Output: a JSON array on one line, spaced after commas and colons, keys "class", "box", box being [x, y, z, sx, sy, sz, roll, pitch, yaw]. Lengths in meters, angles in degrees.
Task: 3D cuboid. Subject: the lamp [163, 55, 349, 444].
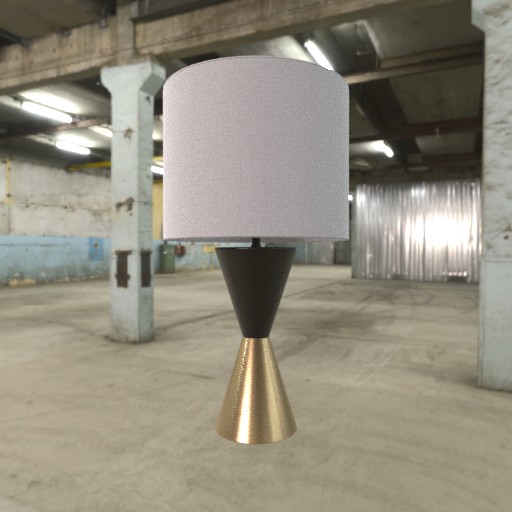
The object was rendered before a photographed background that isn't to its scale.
[{"class": "lamp", "box": [0.000, 0.000, 0.742, 0.304, 0.573, 0.304, 0, 0, -36]}]
